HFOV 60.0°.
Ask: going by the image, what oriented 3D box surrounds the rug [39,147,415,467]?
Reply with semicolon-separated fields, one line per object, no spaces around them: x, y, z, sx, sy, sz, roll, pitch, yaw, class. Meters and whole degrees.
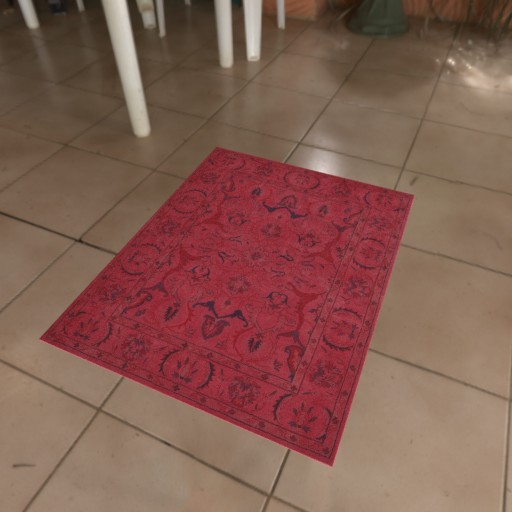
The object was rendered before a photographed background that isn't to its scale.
0.000;0.000;3.957;2.300;0.012;2.929;17;48;16;rug
